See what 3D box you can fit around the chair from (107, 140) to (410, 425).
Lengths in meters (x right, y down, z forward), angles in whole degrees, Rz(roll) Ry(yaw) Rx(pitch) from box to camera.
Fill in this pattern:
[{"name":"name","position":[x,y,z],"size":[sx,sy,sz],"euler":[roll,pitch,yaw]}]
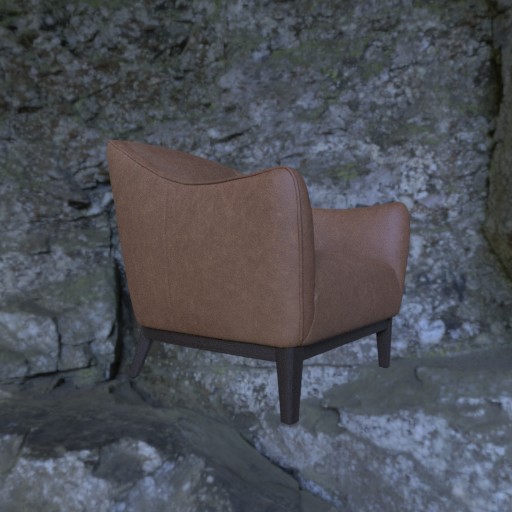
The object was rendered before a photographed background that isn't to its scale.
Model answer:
[{"name":"chair","position":[0.000,0.000,1.572],"size":[0.852,0.830,0.871],"euler":[0,0,36]}]
